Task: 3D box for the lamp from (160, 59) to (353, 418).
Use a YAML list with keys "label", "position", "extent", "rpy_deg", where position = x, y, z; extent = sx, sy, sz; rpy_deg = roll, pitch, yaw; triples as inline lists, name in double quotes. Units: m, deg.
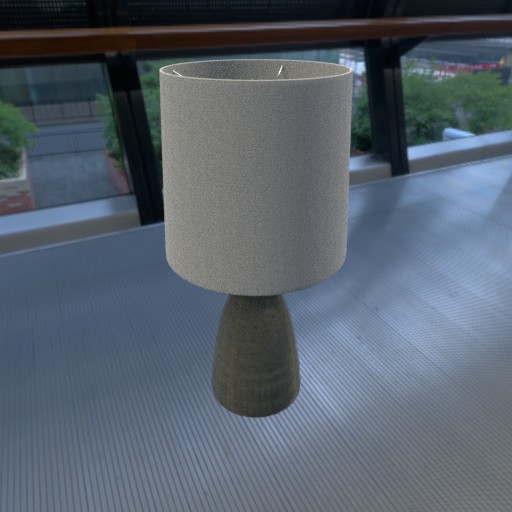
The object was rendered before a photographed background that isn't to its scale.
- label: "lamp"
  position: [0.000, 0.000, 0.471]
  extent: [0.186, 0.369, 0.186]
  rpy_deg: [0, 29, 0]
